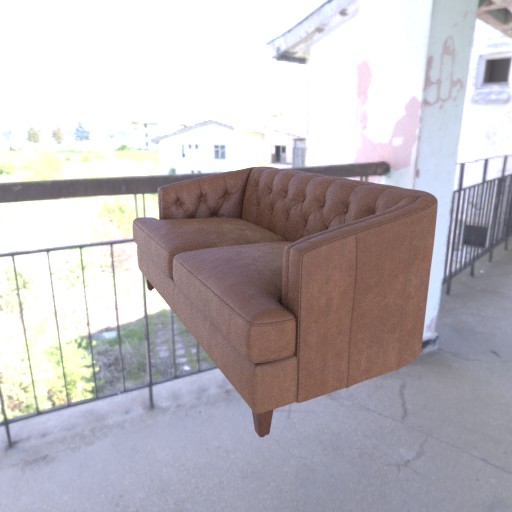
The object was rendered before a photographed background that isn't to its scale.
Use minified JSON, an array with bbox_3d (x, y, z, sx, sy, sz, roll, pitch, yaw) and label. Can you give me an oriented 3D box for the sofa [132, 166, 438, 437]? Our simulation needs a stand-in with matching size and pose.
[{"bbox_3d":[0.000,0.000,2.284,0.914,0.786,1.755,-8,18,-25],"label":"sofa"}]
